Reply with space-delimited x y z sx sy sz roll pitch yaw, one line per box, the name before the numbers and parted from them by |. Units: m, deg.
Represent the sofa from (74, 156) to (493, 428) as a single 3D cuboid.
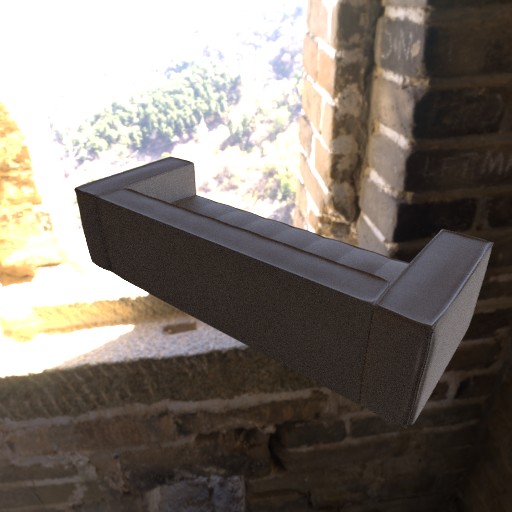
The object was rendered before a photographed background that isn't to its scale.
sofa | 0.000 0.000 3.040 2.697 0.680 1.038 21 36 32
